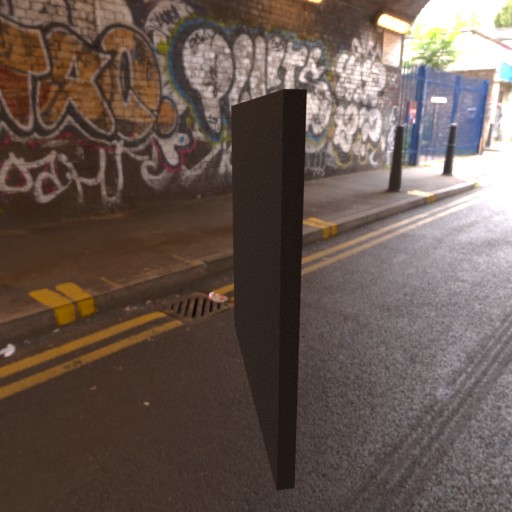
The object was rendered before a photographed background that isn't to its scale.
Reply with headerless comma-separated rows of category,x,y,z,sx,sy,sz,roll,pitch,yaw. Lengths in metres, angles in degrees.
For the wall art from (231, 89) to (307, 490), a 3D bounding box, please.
wall art,0.000,0.000,1.149,0.038,0.762,0.762,-3,17,-9
